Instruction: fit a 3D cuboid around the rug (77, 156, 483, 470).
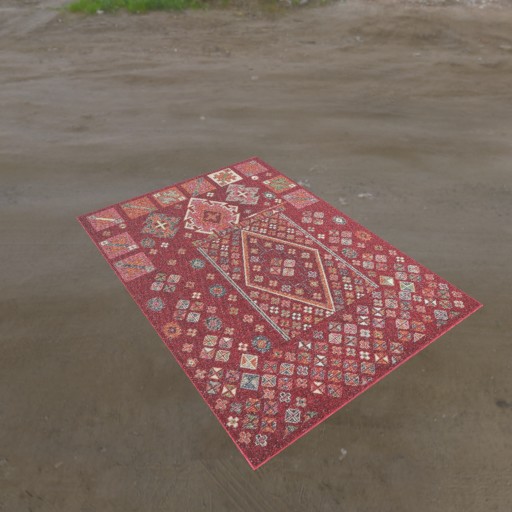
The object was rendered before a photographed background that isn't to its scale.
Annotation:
[{"bbox_3d":[0.000,0.000,4.273,2.389,0.011,3.306,-25,46,-26],"label":"rug"}]
